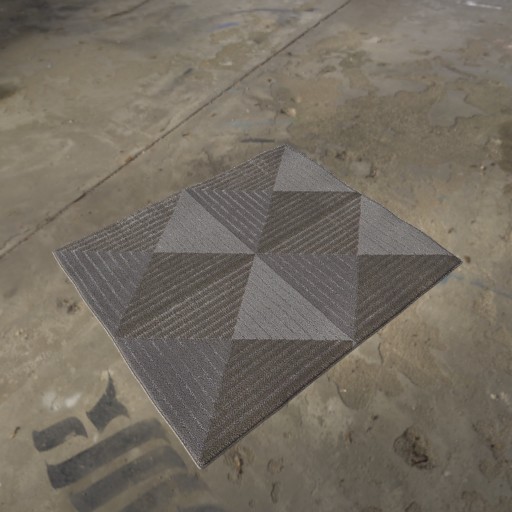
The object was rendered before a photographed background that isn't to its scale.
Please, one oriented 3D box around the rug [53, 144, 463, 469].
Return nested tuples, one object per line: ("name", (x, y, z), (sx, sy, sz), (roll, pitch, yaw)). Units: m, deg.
("rug", (0.000, 0.000, 0.900), (0.642, 0.008, 0.551), (-30, 54, -25))
